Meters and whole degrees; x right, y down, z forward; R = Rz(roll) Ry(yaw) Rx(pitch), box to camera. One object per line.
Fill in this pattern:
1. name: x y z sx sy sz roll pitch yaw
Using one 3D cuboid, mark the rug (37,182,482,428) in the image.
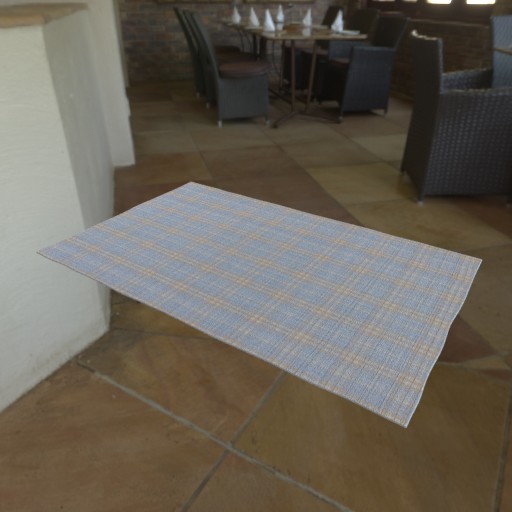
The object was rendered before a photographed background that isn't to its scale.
1. rug: 0.000 0.000 2.875 2.460 0.016 1.545 19 35 29
